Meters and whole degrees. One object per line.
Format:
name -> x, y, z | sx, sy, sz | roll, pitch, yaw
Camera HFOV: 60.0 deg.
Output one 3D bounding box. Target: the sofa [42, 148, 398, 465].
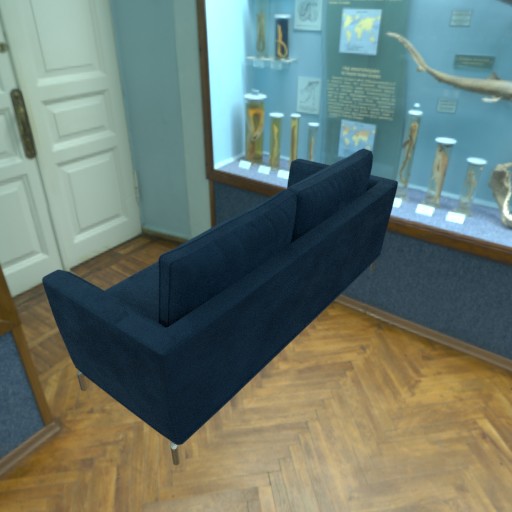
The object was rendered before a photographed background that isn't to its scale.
sofa -> 0.000, 0.000, 2.713 | 0.853, 0.998, 2.212 | 21, 37, 32
